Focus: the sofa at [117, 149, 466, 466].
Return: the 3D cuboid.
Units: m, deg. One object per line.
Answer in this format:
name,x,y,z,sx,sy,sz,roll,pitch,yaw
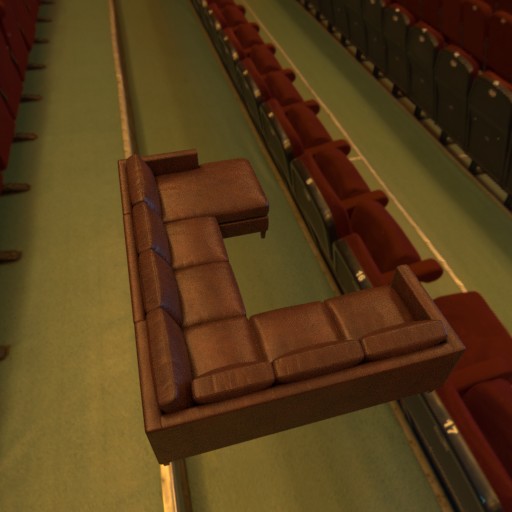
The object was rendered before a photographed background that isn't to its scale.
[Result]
sofa,0.000,0.000,4.490,2.452,0.891,3.324,-11,47,-11
